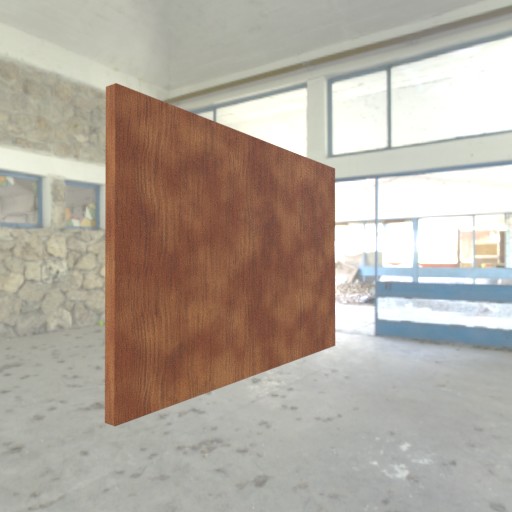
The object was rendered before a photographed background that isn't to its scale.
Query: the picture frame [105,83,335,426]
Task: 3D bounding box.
[{"bbox_3d":[0.000,0.000,1.222,0.029,0.640,0.950,0,-1,35],"label":"picture frame"}]
